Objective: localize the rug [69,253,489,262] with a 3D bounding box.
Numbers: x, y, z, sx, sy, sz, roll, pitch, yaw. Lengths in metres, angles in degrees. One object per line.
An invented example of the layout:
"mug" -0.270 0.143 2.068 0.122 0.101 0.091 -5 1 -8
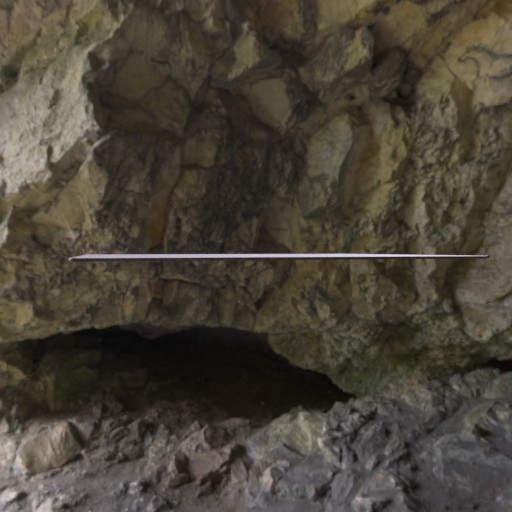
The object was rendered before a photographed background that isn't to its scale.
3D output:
"rug" 0.000 0.000 4.120 3.049 0.025 2.449 0 1 -19
